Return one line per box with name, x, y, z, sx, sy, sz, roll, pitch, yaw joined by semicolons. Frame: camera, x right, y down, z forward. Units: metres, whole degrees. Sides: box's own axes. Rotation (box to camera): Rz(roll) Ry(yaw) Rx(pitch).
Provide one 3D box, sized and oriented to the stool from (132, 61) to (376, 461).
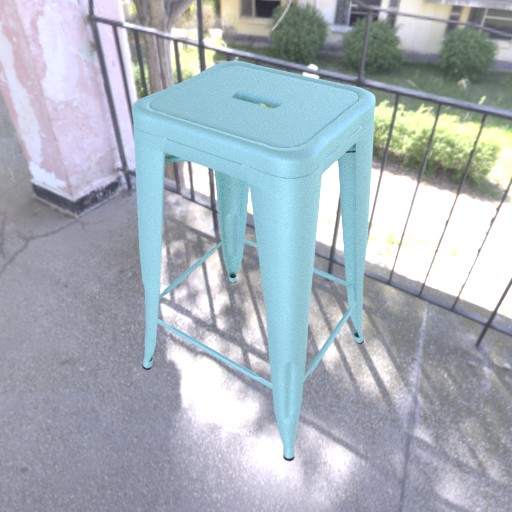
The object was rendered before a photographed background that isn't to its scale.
stool;0.000;0.000;0.843;0.399;0.609;0.359;23;46;24
